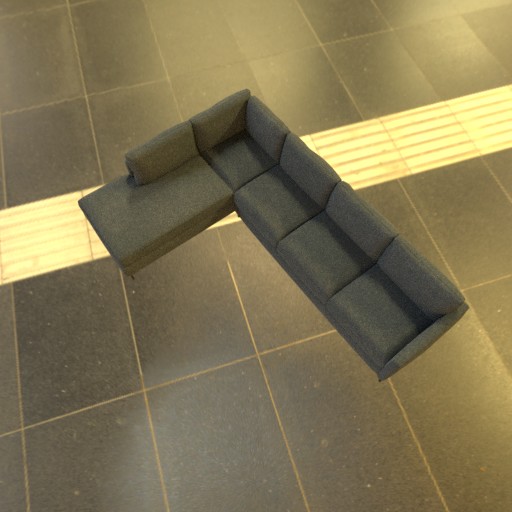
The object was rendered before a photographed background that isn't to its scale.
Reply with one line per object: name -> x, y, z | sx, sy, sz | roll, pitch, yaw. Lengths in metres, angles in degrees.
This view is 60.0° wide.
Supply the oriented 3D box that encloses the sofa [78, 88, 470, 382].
sofa -> 0.000, 0.000, 3.865 | 2.007, 0.815, 2.949 | -34, 68, -16
